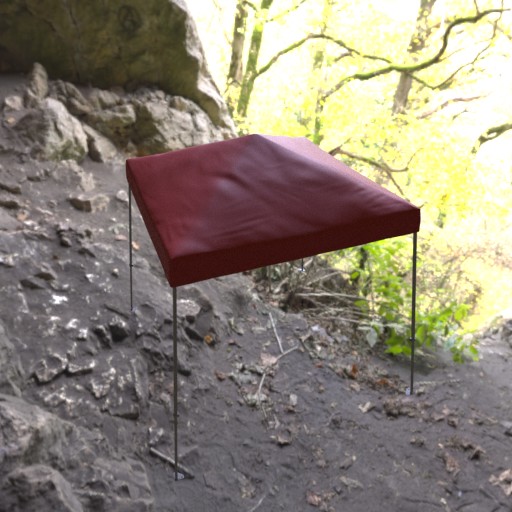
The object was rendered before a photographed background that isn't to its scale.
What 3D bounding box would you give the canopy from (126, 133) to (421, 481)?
[{"bbox_3d":[0.000,0.000,5.117,2.848,2.849,2.849,-12,34,-18],"label":"canopy"}]
